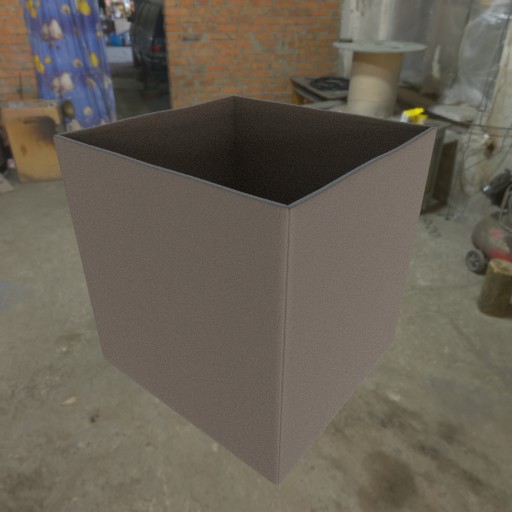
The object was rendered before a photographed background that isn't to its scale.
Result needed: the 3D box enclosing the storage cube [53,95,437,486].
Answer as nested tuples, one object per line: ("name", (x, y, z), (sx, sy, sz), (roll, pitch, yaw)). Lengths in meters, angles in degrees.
("storage cube", (0.000, 0.000, 0.493), (0.270, 0.280, 0.270), (22, 37, 33))
